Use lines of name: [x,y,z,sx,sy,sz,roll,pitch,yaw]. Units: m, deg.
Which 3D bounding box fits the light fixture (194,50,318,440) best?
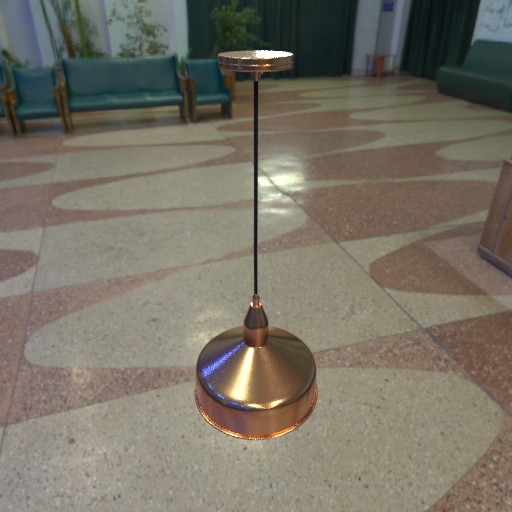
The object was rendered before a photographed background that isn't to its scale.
light fixture: [0.000,0.000,0.905,0.301,0.754,0.301,-7,31,-13]
